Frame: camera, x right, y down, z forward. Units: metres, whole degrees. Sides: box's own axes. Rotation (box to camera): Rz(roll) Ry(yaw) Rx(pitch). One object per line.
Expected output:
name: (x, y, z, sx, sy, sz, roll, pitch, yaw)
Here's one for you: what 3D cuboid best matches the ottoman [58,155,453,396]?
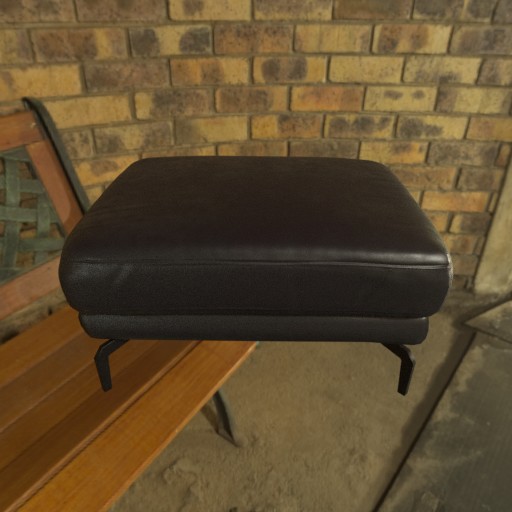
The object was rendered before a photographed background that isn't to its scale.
ottoman: (0.000, 0.000, 1.109, 0.764, 0.402, 0.570, 0, 30, 1)
